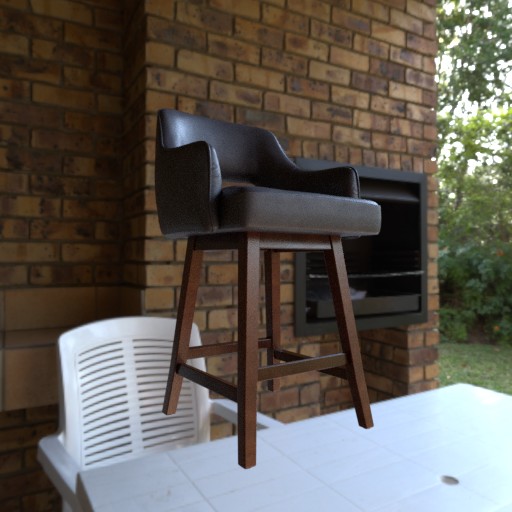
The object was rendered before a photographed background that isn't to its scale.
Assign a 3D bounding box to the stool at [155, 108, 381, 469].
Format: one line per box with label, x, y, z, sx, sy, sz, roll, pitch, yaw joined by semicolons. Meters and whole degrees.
stool;0.000;0.000;1.293;0.550;0.936;0.560;0;-1;-35
